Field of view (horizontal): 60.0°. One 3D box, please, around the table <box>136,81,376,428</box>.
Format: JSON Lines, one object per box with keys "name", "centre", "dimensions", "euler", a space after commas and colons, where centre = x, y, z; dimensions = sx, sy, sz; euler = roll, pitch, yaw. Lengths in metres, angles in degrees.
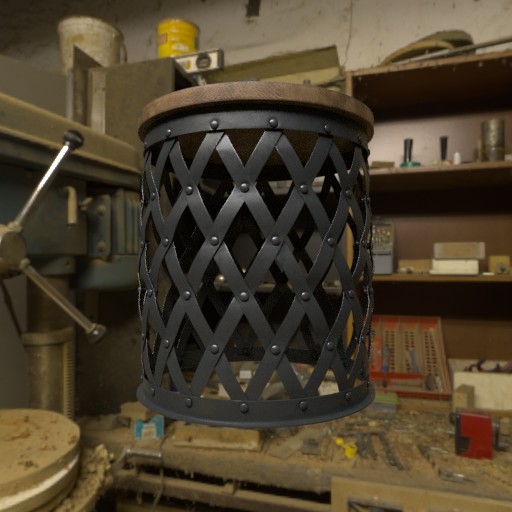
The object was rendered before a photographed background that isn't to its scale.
{"name": "table", "centre": [0.000, 0.000, 0.781], "dimensions": [0.405, 0.454, 0.405], "euler": [0, -1, 0]}
